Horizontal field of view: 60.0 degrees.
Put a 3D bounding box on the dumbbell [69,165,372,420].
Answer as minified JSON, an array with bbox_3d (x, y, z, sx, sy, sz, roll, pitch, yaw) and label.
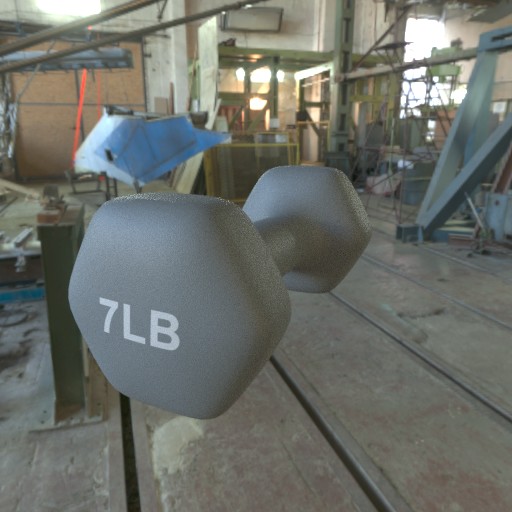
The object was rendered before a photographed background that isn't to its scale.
[{"bbox_3d":[0.000,0.000,0.228,0.090,0.081,0.184,8,18,25],"label":"dumbbell"}]
